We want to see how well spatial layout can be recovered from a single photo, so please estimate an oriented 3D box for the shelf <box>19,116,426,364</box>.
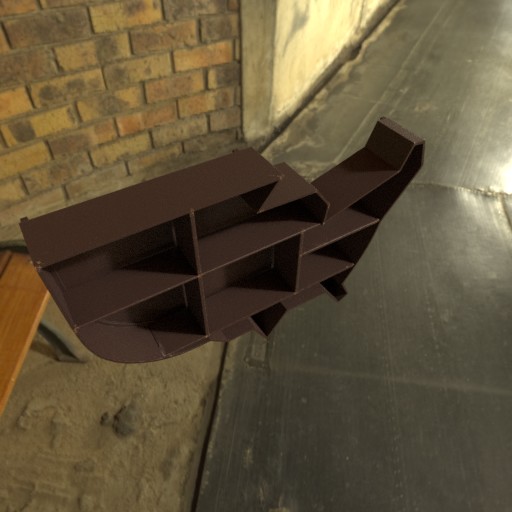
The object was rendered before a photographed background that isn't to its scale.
[{"bbox_3d":[0.000,0.000,0.887,0.729,0.439,0.112,-23,50,-21],"label":"shelf"}]
